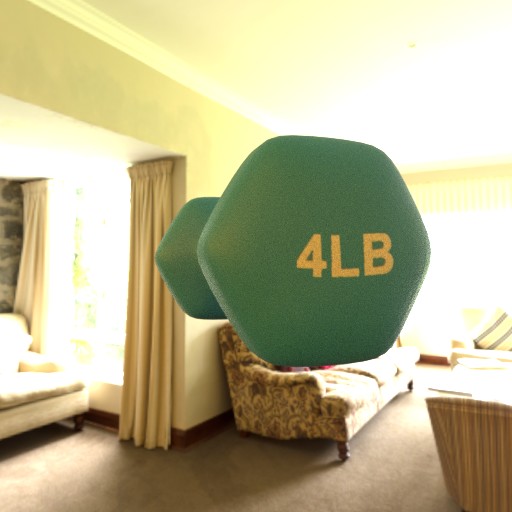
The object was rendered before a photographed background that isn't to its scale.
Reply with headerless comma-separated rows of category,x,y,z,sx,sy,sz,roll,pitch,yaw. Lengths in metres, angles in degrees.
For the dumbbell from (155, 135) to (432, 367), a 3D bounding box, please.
dumbbell,0.000,0.000,0.190,0.074,0.066,0.152,0,-1,-18
